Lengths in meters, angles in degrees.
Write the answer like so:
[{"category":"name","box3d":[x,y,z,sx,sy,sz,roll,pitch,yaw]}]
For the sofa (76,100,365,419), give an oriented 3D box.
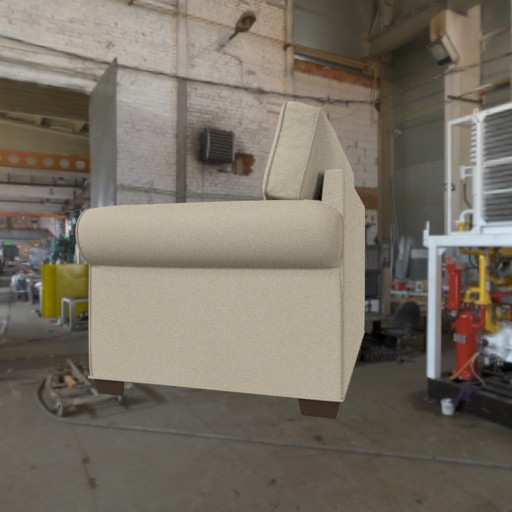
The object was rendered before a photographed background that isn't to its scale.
[{"category":"sofa","box3d":[0.000,0.000,2.084,0.937,1.006,1.405,0,1,17]}]
